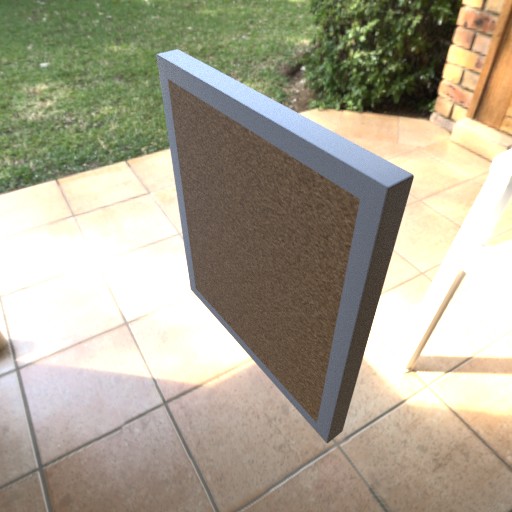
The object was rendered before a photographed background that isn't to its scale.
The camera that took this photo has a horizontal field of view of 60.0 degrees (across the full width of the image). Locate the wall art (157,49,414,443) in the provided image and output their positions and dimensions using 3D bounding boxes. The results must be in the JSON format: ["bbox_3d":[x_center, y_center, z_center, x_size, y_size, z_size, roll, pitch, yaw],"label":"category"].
[{"bbox_3d":[0.000,0.000,0.528,0.028,0.381,0.331,-27,49,-26],"label":"wall art"}]
